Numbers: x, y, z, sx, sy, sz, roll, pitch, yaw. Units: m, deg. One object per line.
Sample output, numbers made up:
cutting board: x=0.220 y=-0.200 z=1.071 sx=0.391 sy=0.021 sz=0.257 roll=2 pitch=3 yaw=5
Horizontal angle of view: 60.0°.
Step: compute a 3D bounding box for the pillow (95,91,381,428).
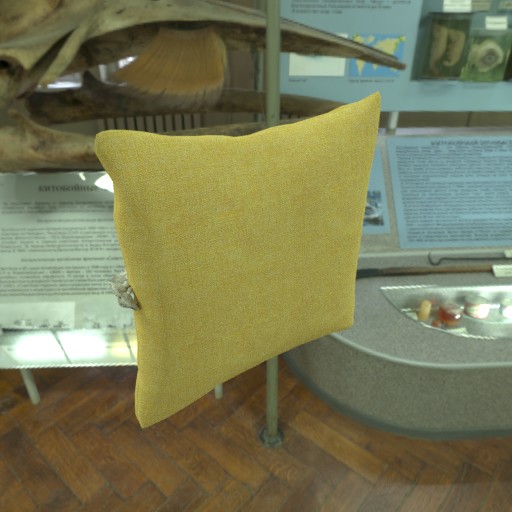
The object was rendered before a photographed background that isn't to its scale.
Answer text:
pillow: x=0.000 y=0.000 z=0.737 sx=0.485 sy=0.481 sz=0.167 roll=-19 pitch=35 yaw=-29
